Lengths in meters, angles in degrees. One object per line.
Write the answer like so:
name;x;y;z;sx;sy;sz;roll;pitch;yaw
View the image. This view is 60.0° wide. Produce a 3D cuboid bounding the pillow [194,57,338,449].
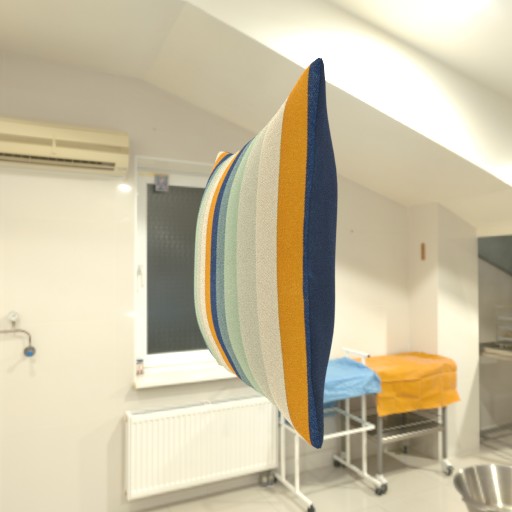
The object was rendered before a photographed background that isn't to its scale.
pillow;0.000;0.000;0.728;0.173;0.454;0.463;0;-1;-19
